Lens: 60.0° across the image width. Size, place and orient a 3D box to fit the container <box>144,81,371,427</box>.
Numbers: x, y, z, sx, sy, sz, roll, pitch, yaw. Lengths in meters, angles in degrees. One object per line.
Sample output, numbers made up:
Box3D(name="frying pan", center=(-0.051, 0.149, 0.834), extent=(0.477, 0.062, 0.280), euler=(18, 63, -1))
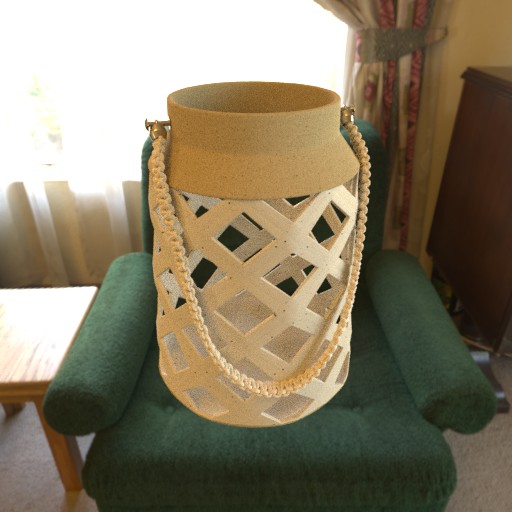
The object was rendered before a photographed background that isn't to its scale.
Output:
Box3D(name="container", center=(0.000, 0.000, 0.332), extent=(0.163, 0.229, 0.172), euler=(-9, 31, -15))
